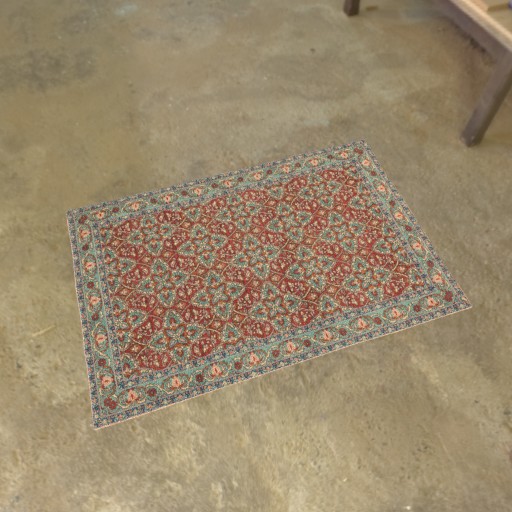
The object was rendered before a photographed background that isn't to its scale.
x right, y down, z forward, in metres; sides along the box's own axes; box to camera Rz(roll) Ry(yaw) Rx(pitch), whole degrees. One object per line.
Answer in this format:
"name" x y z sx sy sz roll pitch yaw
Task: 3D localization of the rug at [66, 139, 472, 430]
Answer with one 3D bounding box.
"rug" 0.000 0.000 2.316 1.829 0.009 1.219 -16 59 -10
